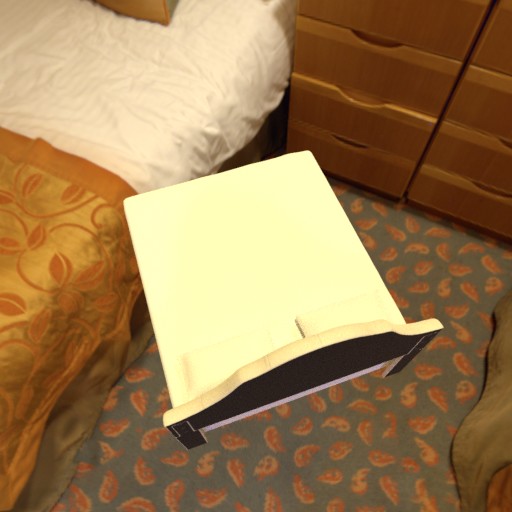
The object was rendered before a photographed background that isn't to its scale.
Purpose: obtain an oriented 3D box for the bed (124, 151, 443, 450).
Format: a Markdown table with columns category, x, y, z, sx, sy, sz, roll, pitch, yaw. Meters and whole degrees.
| category | x | y | z | sx | sy | sz | roll | pitch | yaw |
| --- | --- | --- | --- | --- | --- | --- | --- | --- | --- |
| bed | 0.000 | 0.000 | 3.621 | 2.008 | 1.615 | 2.214 | -17 | 61 | -10 |
